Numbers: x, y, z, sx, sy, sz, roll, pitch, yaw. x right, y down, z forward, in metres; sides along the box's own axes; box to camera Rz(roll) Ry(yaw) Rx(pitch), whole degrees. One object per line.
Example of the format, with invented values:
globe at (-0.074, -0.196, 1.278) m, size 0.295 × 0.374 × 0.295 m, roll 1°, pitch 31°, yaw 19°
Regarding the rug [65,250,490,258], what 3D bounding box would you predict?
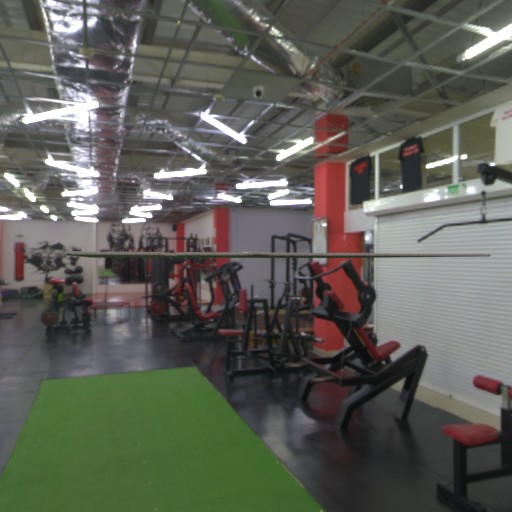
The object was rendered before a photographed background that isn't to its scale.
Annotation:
rug at (0.000, 0.000, 4.090) m, size 3.007 × 0.032 × 2.434 m, roll 0°, pitch -1°, yaw -17°
